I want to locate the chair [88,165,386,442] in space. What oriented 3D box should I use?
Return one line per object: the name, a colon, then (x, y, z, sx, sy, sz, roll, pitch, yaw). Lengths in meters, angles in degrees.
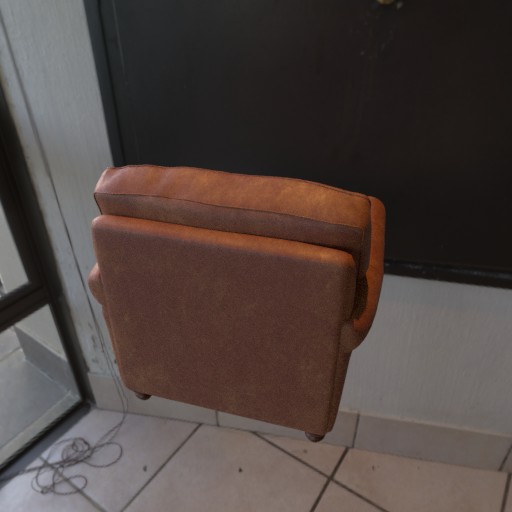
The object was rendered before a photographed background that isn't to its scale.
chair: (0.000, 0.000, 1.787, 0.983, 0.962, 0.986, 9, 34, 13)
